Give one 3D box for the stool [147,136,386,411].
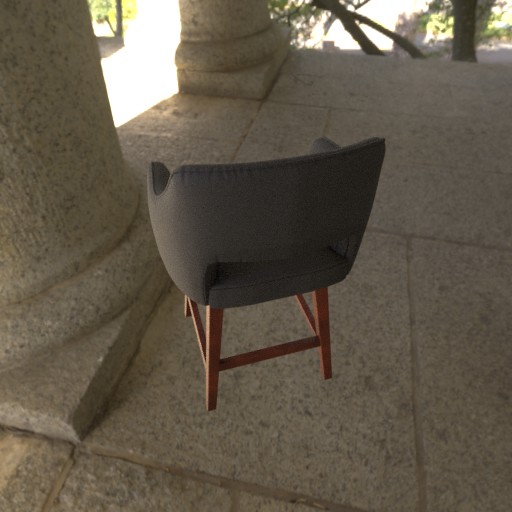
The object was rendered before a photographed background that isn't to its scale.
[{"bbox_3d":[0.000,0.000,1.290,0.548,0.912,0.558,-11,43,-12],"label":"stool"}]
